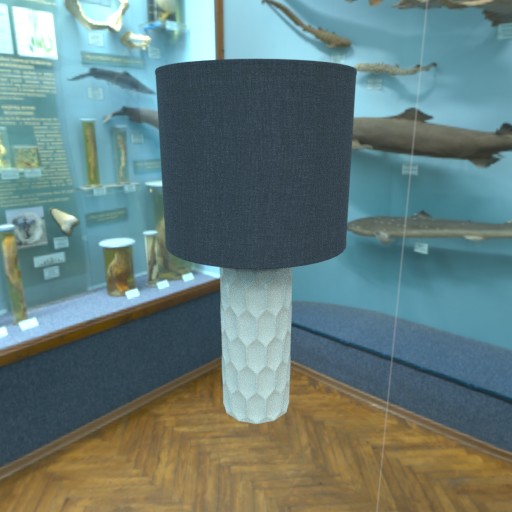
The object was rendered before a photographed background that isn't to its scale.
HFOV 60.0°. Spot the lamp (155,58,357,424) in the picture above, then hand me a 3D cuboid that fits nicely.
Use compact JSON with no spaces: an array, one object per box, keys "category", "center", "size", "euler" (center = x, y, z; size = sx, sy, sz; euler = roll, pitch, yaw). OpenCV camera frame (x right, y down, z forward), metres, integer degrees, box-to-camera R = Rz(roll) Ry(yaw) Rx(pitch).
[{"category":"lamp","center":[0.000,0.000,0.697],"size":[0.277,0.537,0.277],"euler":[15,23,42]}]
